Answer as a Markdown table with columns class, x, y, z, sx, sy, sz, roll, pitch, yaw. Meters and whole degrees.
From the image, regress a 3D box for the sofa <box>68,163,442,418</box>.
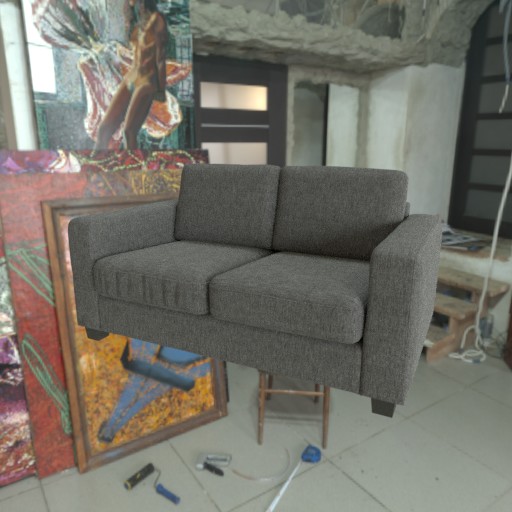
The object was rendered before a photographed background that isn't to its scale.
| class | x | y | z | sx | sy | sz | roll | pitch | yaw |
| --- | --- | --- | --- | --- | --- | --- | --- | --- | --- |
| sofa | 0.000 | 0.000 | 2.045 | 1.520 | 0.800 | 0.900 | 7 | 16 | 26 |
